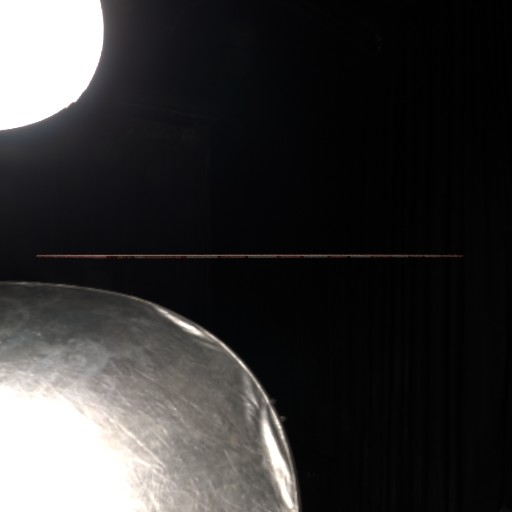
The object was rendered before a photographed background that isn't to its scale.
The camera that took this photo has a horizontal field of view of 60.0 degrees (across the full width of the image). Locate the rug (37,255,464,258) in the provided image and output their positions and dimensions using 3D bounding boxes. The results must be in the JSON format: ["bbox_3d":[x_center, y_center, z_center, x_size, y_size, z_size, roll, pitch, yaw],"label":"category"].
[{"bbox_3d":[0.000,0.000,2.965,2.431,0.010,1.535,0,0,-35],"label":"rug"}]
